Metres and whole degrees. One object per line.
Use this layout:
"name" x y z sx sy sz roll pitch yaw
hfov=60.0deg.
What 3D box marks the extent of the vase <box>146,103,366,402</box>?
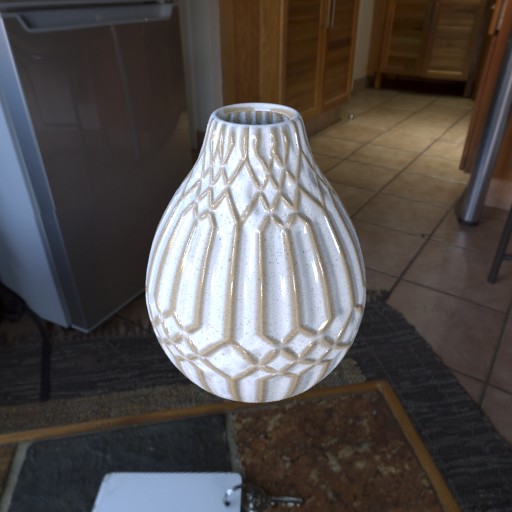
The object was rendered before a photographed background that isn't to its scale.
"vase" 0.000 0.000 0.315 0.159 0.200 0.159 0 33 0
